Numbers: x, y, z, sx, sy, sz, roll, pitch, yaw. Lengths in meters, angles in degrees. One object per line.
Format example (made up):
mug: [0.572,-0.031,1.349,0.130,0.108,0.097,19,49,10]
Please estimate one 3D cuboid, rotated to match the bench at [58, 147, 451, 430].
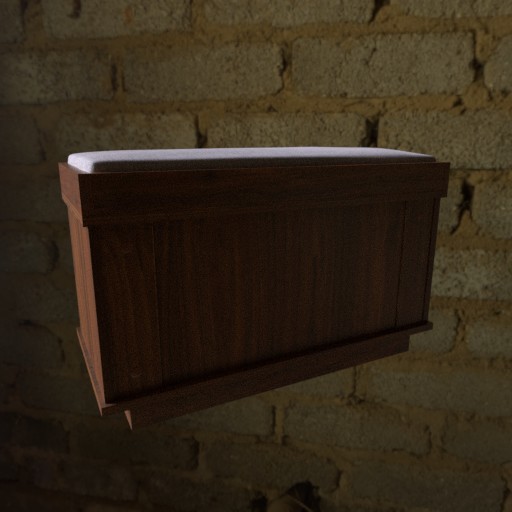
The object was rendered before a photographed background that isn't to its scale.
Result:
bench: [0.000,0.000,0.974,0.734,0.461,0.362,-7,16,-26]
